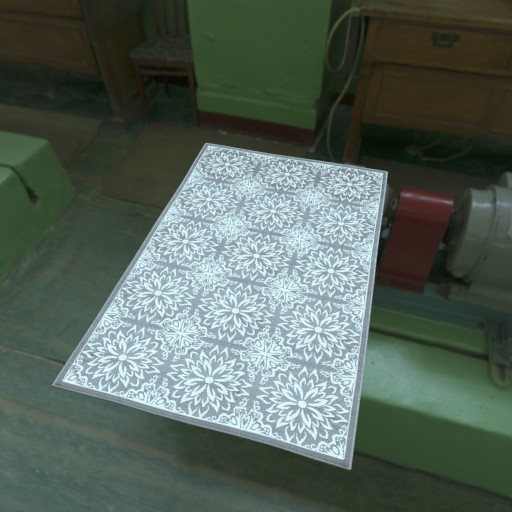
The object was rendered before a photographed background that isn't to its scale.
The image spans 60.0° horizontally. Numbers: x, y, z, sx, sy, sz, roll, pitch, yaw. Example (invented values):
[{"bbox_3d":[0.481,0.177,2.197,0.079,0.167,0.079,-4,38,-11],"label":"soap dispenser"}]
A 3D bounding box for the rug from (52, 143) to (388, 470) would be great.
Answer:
[{"bbox_3d":[0.000,0.000,3.429,1.819,0.018,2.746,11,48,10],"label":"rug"}]
